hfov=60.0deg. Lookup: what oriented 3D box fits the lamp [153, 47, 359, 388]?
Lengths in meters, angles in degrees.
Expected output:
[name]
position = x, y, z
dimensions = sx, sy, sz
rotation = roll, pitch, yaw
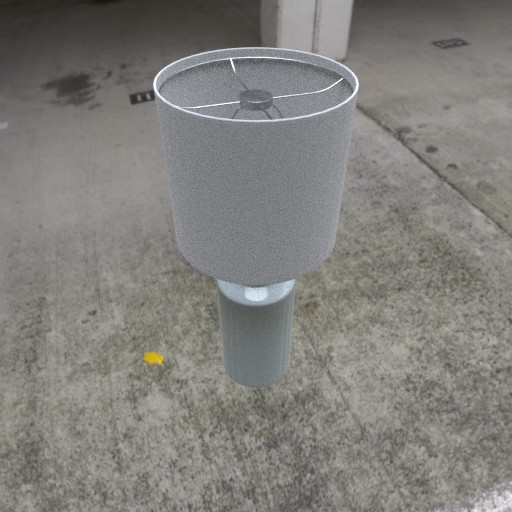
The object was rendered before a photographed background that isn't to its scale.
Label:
[lamp]
position = 0.000, 0.000, 0.624
dimensions = 0.212, 0.493, 0.212
rotation = -12, 42, -13
